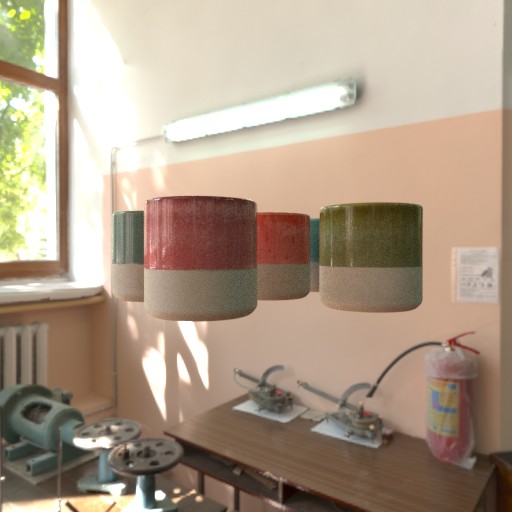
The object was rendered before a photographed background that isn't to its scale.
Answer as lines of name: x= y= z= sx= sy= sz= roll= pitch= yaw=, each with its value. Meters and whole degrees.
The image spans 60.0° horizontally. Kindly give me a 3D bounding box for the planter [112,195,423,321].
planter: x=0.000 y=0.000 z=0.417 sx=0.257 sy=0.075 sz=0.286 roll=0 pitch=1 yaw=-19
